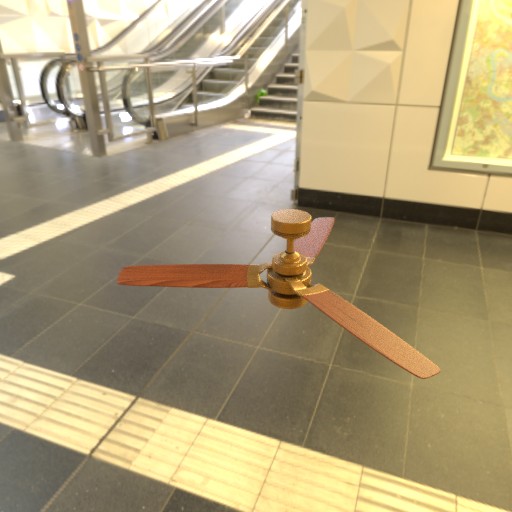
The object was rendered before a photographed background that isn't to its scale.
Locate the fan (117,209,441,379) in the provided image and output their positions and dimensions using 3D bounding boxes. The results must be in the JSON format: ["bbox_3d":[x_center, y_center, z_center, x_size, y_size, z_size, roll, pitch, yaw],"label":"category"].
[{"bbox_3d":[0.000,0.000,2.039,1.271,0.425,1.416,1,27,1],"label":"fan"}]
